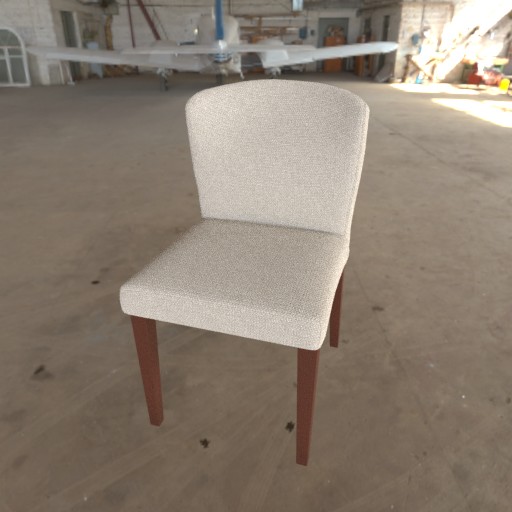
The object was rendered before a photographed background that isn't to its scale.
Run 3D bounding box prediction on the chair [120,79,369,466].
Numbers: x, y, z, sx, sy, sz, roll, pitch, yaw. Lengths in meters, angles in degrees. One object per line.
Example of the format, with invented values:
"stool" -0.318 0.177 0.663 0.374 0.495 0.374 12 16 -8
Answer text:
"chair" 0.000 0.000 1.190 0.491 0.839 0.589 8 28 16
